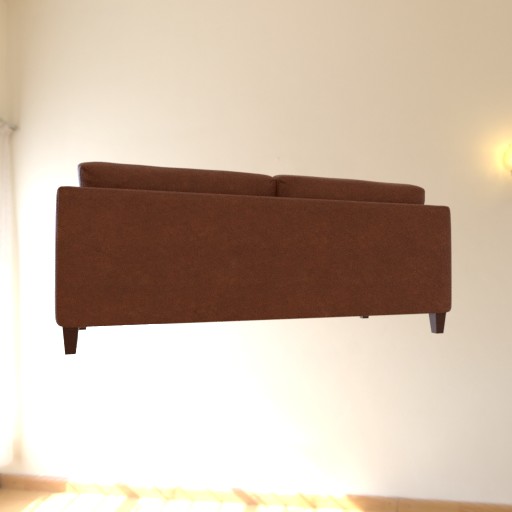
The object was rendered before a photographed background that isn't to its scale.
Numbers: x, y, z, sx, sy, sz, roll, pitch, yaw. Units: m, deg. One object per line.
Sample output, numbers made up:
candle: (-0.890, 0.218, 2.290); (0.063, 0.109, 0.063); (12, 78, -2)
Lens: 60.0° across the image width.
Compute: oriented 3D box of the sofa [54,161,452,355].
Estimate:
sofa: (0.000, 0.000, 2.758); (2.204, 0.932, 0.950); (0, -1, -18)
